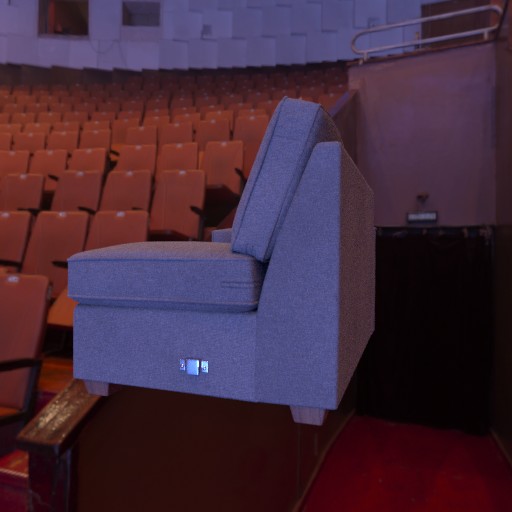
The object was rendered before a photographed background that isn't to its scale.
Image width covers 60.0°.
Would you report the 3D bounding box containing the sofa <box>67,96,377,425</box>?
[{"bbox_3d":[0.000,0.000,2.053,0.991,0.989,1.388,0,1,19],"label":"sofa"}]
